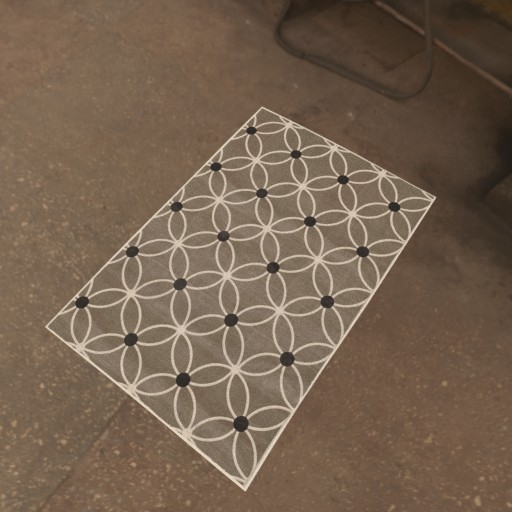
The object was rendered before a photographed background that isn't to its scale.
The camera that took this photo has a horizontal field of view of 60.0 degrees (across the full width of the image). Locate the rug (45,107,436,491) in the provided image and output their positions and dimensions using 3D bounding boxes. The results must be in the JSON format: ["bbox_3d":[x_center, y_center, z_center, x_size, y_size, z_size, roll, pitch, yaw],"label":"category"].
[{"bbox_3d":[0.000,0.000,2.916,1.522,0.008,2.284,32,66,16],"label":"rug"}]
